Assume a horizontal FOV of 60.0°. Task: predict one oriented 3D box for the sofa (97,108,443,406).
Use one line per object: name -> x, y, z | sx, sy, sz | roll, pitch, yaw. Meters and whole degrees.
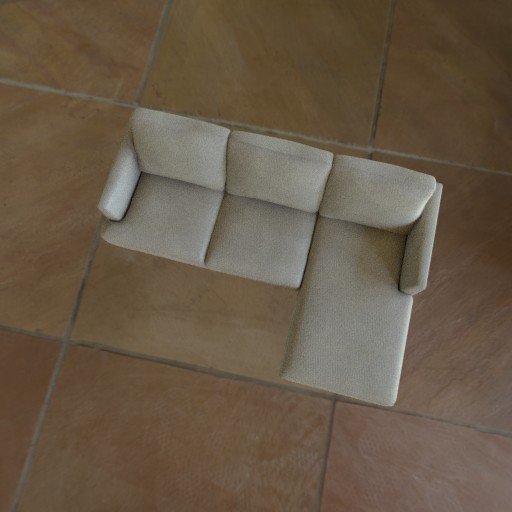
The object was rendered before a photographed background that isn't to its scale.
sofa -> 0.000, 0.000, 3.082 | 2.233, 0.956, 1.504 | 14, 75, 4
